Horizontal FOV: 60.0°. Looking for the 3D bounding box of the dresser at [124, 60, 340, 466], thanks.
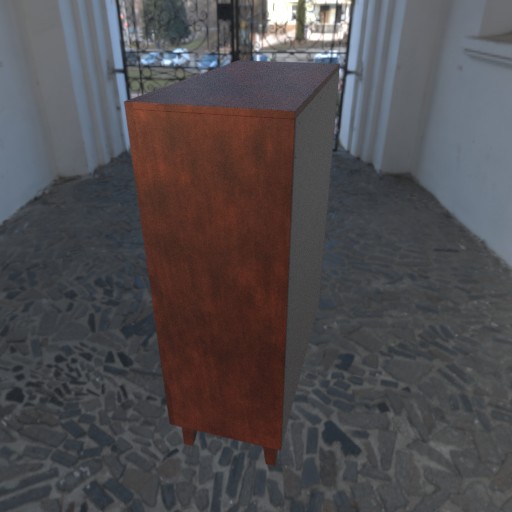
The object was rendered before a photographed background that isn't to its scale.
[{"bbox_3d":[0.000,0.000,2.011,0.506,1.514,1.072,8,31,13],"label":"dresser"}]
